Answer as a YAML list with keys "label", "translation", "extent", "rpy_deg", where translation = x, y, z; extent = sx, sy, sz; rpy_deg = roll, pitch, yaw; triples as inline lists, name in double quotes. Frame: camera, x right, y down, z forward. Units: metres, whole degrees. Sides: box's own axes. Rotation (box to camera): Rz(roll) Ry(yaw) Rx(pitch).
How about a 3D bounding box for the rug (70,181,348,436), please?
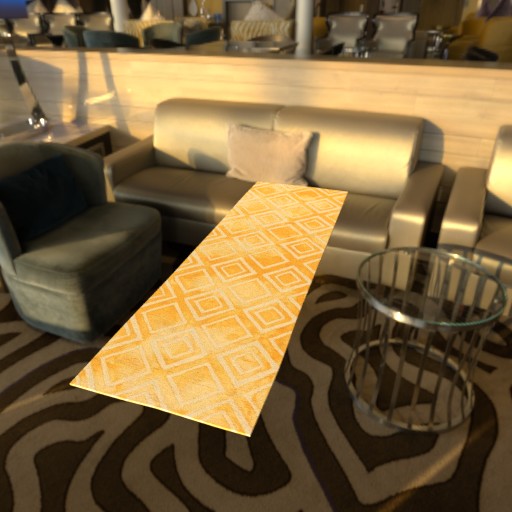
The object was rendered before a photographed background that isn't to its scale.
- label: "rug"
  translation: [0.000, 0.000, 2.663]
  extent: [0.775, 0.010, 2.438]
  rpy_deg: [9, 31, 16]
